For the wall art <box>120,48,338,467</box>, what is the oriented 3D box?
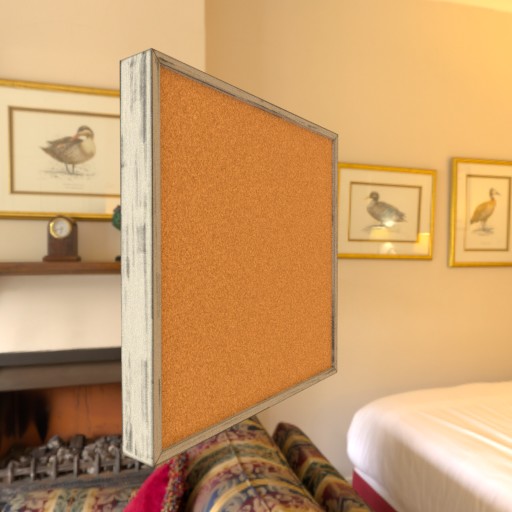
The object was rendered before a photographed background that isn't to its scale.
[{"bbox_3d":[0.000,0.000,0.453,0.036,0.303,0.303,1,2,36],"label":"wall art"}]
